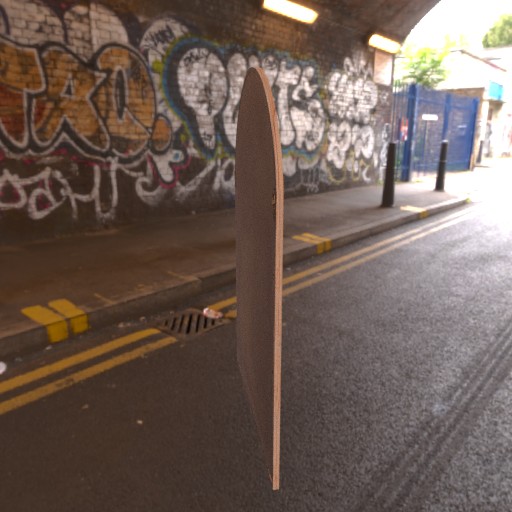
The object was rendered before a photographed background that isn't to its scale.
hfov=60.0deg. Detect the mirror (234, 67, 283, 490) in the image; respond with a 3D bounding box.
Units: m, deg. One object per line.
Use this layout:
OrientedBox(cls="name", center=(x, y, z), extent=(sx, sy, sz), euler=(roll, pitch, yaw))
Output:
OrientedBox(cls="mirror", center=(0.000, 0.000, 1.161), extent=(0.032, 0.915, 0.609), euler=(-3, 15, -9))
